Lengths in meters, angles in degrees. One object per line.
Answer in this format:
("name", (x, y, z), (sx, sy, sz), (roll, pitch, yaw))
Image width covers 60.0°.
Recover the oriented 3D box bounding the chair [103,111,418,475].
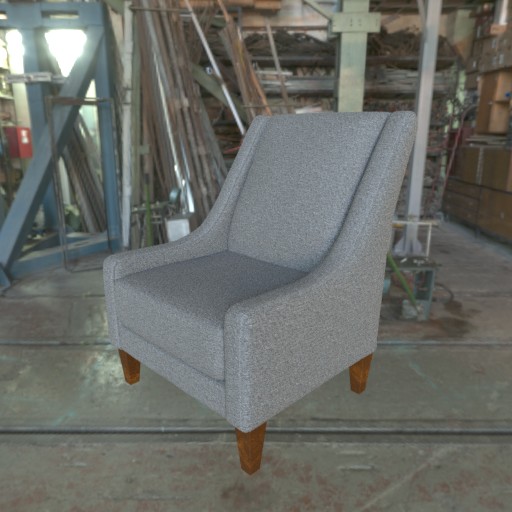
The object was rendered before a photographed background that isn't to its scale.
("chair", (0.000, 0.000, 1.621), (0.774, 1.016, 0.870), (15, 22, 43))
